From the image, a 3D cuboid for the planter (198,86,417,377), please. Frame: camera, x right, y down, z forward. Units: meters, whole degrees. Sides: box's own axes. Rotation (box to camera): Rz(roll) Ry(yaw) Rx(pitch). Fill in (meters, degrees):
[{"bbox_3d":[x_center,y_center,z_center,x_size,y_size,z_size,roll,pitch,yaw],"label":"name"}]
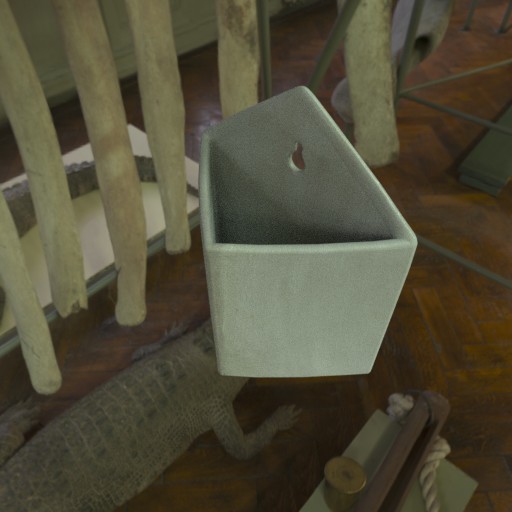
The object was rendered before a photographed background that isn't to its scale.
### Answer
[{"bbox_3d":[0.000,0.000,0.277,0.163,0.194,0.080,33,55,27],"label":"planter"}]
